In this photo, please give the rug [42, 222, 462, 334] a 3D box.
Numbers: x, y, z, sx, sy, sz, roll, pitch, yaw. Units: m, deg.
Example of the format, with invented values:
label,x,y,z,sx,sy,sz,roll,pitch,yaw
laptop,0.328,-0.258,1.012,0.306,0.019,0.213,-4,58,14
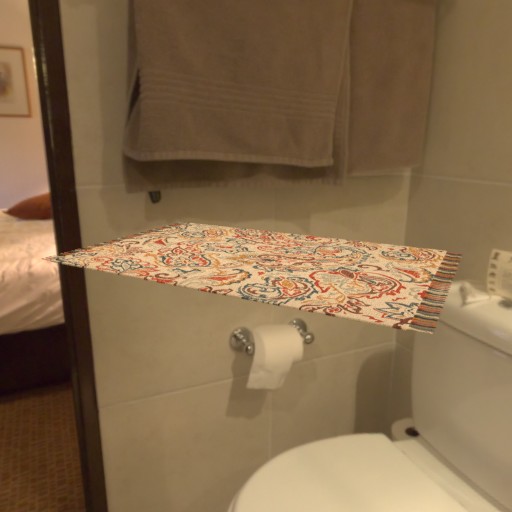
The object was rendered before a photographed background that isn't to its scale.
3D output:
label,x,y,z,sx,sy,sz,roll,pitch,yaw
rug,0.000,0.000,2.443,1.997,0.010,1.218,8,17,27
